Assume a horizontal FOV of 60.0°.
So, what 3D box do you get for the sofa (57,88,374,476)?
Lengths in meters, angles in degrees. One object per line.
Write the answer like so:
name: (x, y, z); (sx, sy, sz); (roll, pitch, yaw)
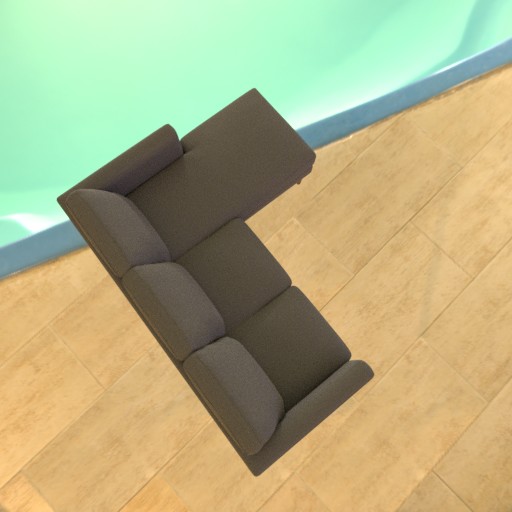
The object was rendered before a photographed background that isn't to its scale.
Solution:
sofa: (0.000, 0.000, 2.913); (1.591, 0.897, 2.031); (-37, 79, -9)
